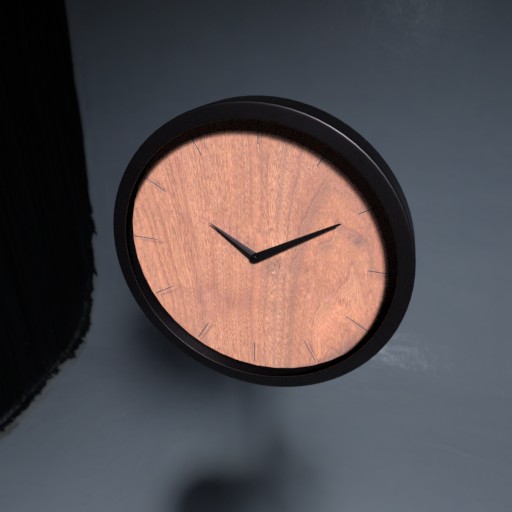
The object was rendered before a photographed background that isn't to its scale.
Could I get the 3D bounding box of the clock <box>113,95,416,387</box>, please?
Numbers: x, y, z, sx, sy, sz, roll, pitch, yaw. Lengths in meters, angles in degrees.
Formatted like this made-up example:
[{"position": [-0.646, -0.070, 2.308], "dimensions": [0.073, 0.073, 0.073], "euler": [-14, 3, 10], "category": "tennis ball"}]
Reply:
[{"position": [0.000, 0.000, 0.463], "dimensions": [0.314, 0.314, 0.040], "euler": [8, 28, 15], "category": "clock"}]
